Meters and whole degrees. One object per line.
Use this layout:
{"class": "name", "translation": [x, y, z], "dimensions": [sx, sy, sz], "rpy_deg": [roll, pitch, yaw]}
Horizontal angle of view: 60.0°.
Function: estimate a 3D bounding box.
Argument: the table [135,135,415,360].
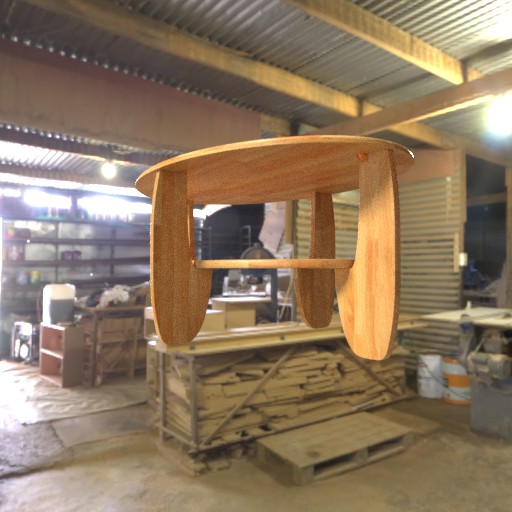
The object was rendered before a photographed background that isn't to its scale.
{"class": "table", "translation": [0.000, 0.000, 1.383], "dimensions": [0.690, 0.490, 1.040], "rpy_deg": [1, -2, -36]}
